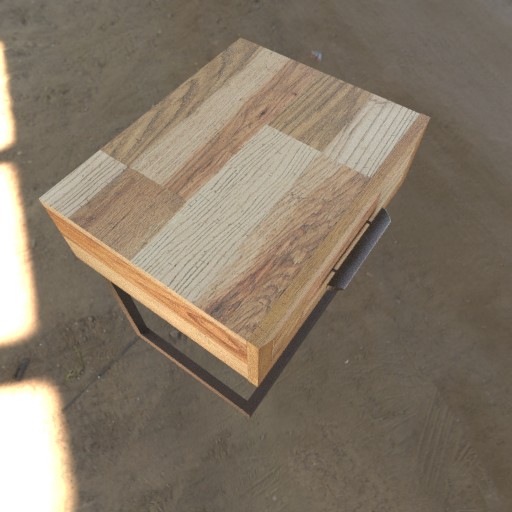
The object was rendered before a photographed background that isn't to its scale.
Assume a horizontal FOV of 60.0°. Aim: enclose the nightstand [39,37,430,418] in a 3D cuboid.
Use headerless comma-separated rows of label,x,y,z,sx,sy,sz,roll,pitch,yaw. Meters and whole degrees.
nightstand,0.000,0.000,1.040,0.481,0.632,0.558,31,63,18
